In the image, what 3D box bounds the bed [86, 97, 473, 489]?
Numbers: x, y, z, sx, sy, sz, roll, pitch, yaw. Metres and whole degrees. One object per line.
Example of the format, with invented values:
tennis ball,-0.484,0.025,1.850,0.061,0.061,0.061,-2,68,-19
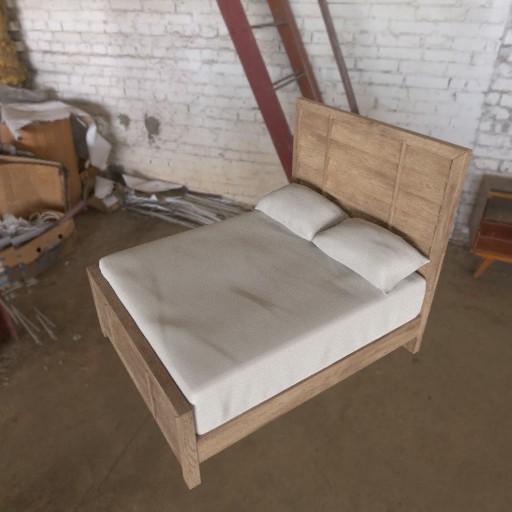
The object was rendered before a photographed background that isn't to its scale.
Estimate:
bed,0.000,0.000,3.150,2.017,1.631,1.615,-20,37,-28
